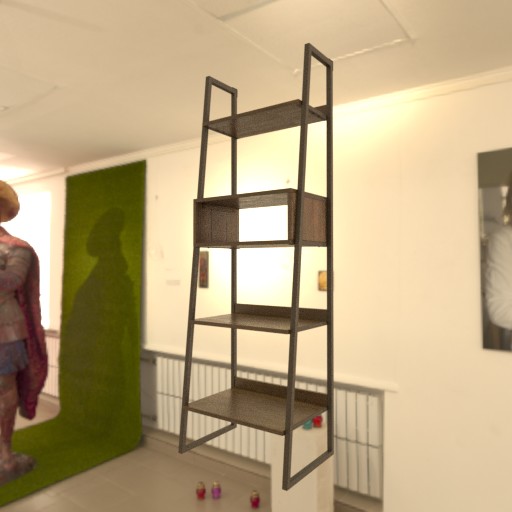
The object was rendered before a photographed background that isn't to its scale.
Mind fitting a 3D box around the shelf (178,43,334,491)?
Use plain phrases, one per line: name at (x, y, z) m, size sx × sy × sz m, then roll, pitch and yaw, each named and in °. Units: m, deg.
shelf at (0.000, 0.000, 2.268) m, size 0.652 × 2.005 × 0.454 m, roll -1°, pitch -1°, yaw 36°
